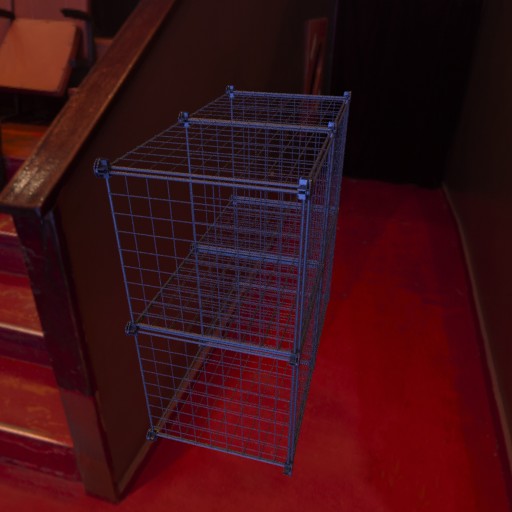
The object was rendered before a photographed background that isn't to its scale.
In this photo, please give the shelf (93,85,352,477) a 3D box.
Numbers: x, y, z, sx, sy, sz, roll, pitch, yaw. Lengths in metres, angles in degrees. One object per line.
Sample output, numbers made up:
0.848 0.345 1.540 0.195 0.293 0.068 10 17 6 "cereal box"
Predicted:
0.000 0.000 1.152 0.356 0.711 0.711 8 32 13 "shelf"
